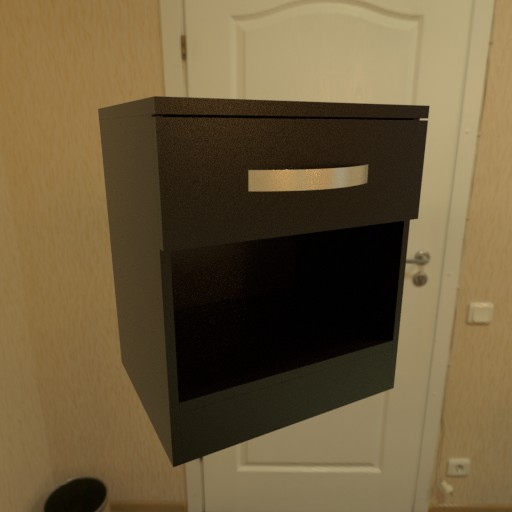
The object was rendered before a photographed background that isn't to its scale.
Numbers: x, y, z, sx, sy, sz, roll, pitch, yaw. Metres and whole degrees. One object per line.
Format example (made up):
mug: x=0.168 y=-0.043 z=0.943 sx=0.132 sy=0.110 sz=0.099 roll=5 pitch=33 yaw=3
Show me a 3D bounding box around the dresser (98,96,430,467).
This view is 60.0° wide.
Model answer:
dresser: x=0.000 y=0.000 z=0.737 sx=0.400 sy=0.470 sz=0.360 roll=-8 pitch=18 yaw=-27
